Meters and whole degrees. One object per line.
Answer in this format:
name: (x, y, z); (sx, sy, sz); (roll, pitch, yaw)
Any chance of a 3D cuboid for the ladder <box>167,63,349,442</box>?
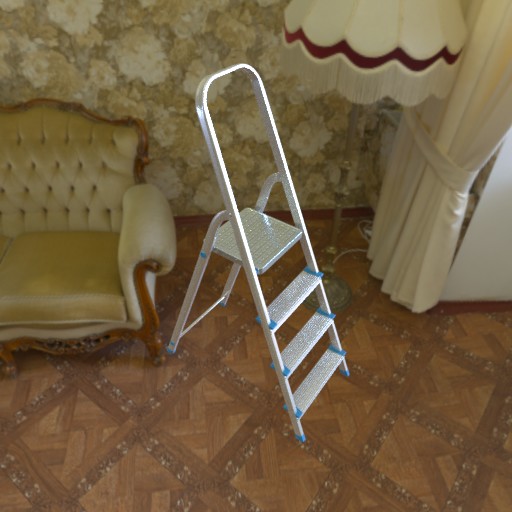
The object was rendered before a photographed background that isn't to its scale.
ladder: (0.000, 0.000, 1.810); (0.842, 1.434, 0.445); (26, 47, 27)
